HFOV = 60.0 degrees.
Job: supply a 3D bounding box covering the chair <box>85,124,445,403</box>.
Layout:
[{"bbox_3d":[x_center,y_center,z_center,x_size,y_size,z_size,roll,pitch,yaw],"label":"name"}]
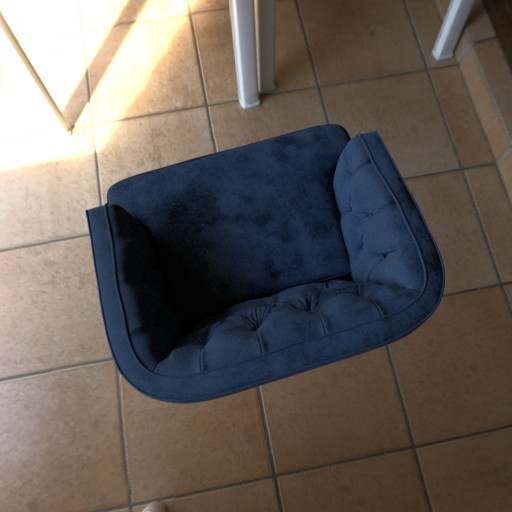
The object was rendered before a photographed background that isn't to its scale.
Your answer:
[{"bbox_3d":[0.000,0.000,1.749,1.094,0.852,0.940,-16,75,-4],"label":"chair"}]
